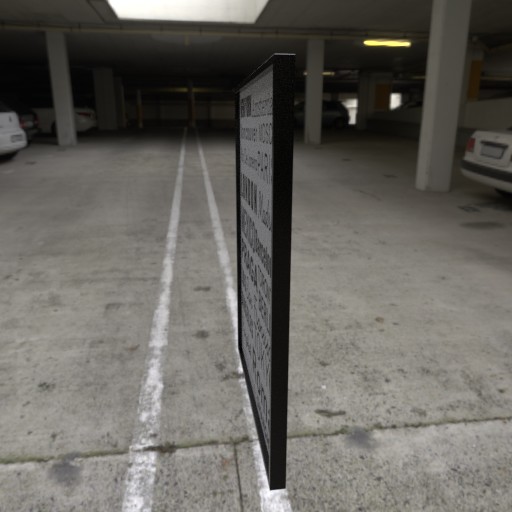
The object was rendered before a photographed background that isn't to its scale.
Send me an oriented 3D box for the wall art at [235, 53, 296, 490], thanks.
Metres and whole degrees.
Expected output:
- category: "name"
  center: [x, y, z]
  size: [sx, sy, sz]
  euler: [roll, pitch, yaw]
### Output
- category: "wall art"
  center: [0.000, 0.000, 1.387]
  size: [0.043, 1.046, 0.788]
  euler: [-2, 16, -8]
